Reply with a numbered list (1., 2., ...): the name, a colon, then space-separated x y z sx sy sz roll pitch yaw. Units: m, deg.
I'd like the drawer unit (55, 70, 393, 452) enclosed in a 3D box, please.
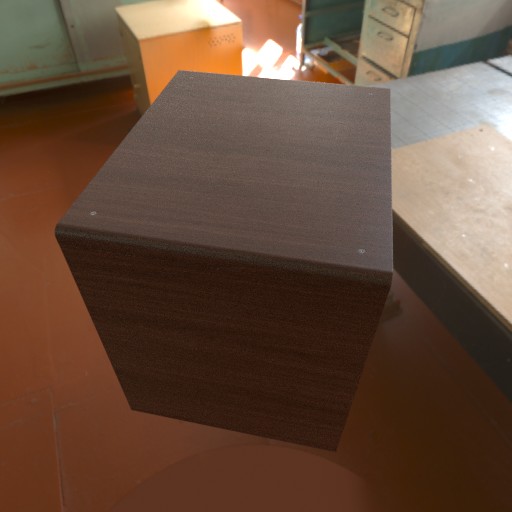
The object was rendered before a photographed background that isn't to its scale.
1. drawer unit: 0.000 0.000 0.610 0.290 0.351 0.349 8 46 8
